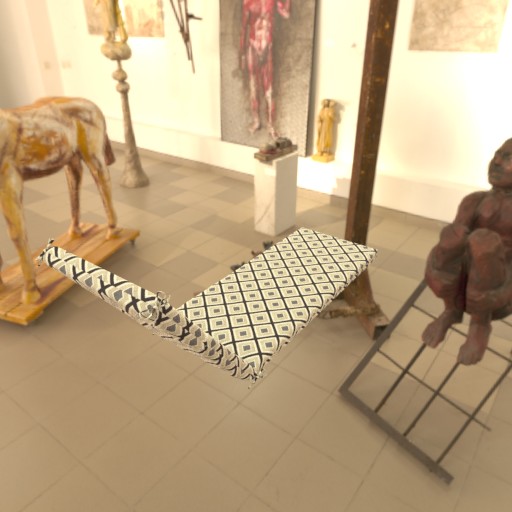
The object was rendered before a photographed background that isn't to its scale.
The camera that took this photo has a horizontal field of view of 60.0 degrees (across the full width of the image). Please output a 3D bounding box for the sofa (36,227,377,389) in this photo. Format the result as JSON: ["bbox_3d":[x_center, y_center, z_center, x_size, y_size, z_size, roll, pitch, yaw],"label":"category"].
[{"bbox_3d":[0.000,0.000,1.977,0.582,0.622,1.663,20,35,32],"label":"sofa"}]
